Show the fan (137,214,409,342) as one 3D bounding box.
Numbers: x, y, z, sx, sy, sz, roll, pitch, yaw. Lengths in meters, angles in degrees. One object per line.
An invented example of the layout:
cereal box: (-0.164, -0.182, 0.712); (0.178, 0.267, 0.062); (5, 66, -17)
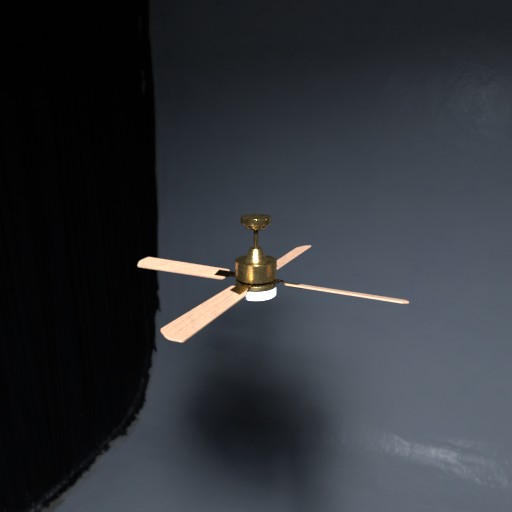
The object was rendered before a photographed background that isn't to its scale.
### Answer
fan: (0.000, 0.000, 1.973); (1.320, 0.355, 1.320); (7, 17, 25)
